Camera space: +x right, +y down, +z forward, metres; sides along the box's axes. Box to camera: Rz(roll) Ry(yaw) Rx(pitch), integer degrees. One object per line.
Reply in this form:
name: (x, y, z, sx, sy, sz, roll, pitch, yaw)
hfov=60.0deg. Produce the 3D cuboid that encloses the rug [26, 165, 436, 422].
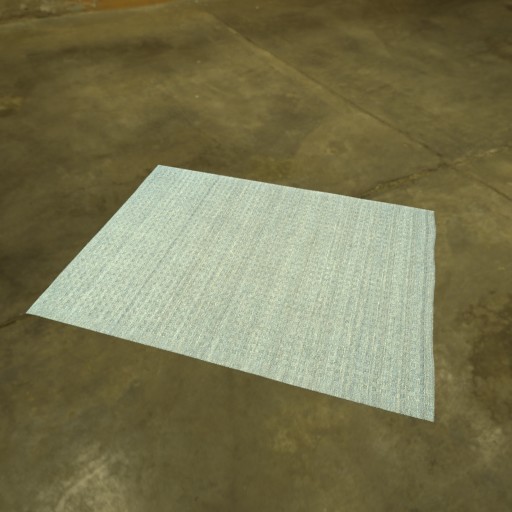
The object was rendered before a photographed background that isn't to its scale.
rug: (0.000, 0.000, 4.129, 3.200, 0.007, 2.443, 12, 43, 13)
